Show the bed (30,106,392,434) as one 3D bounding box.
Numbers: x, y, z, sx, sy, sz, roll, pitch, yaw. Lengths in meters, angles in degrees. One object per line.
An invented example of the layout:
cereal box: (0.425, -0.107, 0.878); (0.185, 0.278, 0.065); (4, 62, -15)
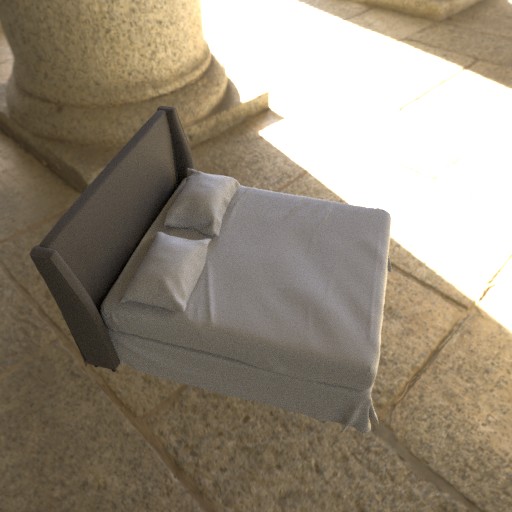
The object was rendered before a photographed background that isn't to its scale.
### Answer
bed: (0.000, 0.000, 3.487); (2.276, 1.332, 1.925); (11, 47, 11)
